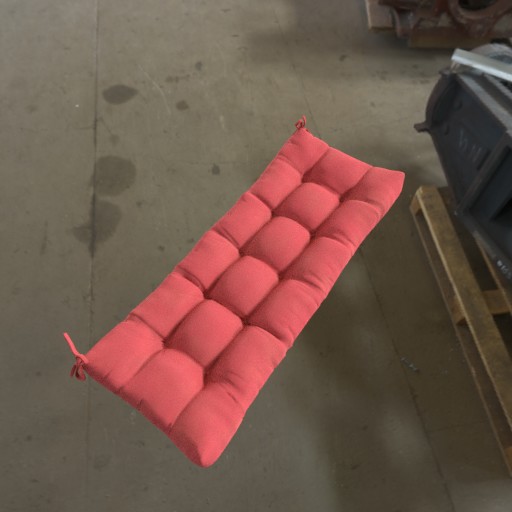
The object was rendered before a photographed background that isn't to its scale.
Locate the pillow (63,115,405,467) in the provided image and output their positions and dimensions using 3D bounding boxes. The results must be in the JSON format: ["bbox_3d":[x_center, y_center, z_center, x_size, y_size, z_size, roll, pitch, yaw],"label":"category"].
[{"bbox_3d":[0.000,0.000,1.386,0.511,0.174,1.194,31,63,18],"label":"pillow"}]
